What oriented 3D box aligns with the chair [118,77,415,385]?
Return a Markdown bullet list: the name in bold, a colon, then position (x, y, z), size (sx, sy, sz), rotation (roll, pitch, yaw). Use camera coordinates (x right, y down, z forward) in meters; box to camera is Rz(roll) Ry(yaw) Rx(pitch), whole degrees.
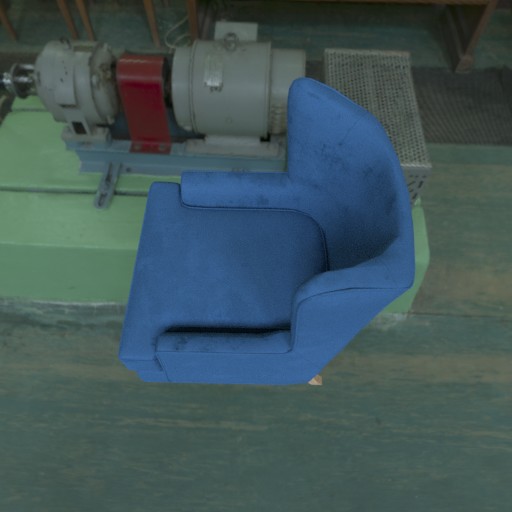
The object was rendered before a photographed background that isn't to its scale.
- **chair**: position (0.000, 0.000, 1.619), size (0.910, 0.952, 0.793), rotation (1, 59, 1)
